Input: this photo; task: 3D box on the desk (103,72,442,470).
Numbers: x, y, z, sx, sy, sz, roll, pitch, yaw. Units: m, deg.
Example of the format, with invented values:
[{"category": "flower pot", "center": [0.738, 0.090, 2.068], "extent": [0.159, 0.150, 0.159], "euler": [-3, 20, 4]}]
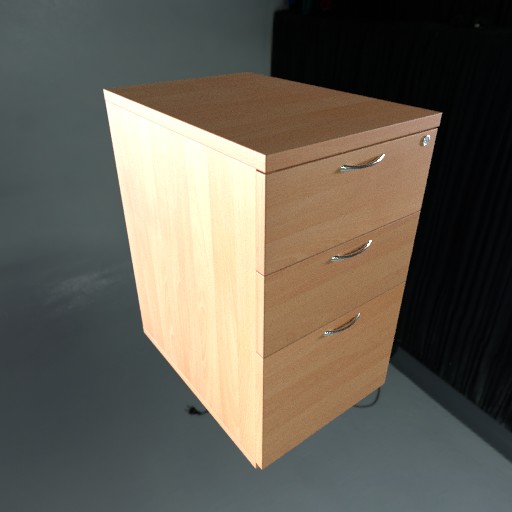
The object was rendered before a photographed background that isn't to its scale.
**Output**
[{"category": "desk", "center": [0.000, 0.000, 1.077], "extent": [0.404, 0.730, 0.600], "euler": [-21, 37, -31]}]
